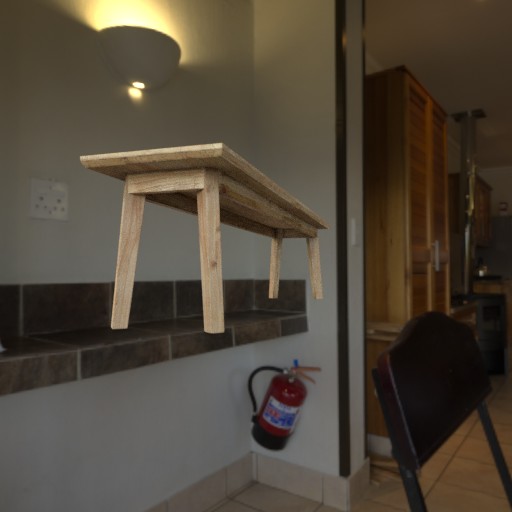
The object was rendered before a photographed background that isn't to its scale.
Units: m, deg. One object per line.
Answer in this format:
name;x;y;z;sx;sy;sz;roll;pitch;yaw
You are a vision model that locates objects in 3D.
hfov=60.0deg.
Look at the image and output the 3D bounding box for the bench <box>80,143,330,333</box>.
bench;0.000;0.000;1.836;0.378;0.431;1.698;-1;-2;17
